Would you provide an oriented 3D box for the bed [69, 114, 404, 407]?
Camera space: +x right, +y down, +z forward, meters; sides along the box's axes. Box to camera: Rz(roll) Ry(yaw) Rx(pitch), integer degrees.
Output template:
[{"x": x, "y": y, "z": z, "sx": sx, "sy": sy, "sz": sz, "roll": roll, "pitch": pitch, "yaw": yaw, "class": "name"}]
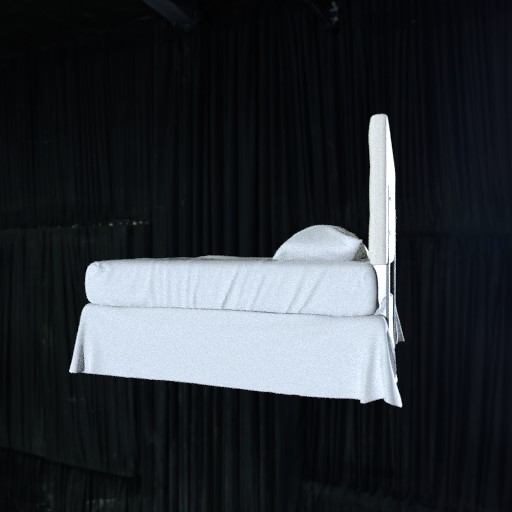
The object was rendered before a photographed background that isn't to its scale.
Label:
[{"x": 0.000, "y": 0.000, "z": 3.507, "sx": 2.222, "sy": 1.577, "sz": 1.936, "roll": 0, "pitch": 0, "yaw": 19, "class": "bed"}]
